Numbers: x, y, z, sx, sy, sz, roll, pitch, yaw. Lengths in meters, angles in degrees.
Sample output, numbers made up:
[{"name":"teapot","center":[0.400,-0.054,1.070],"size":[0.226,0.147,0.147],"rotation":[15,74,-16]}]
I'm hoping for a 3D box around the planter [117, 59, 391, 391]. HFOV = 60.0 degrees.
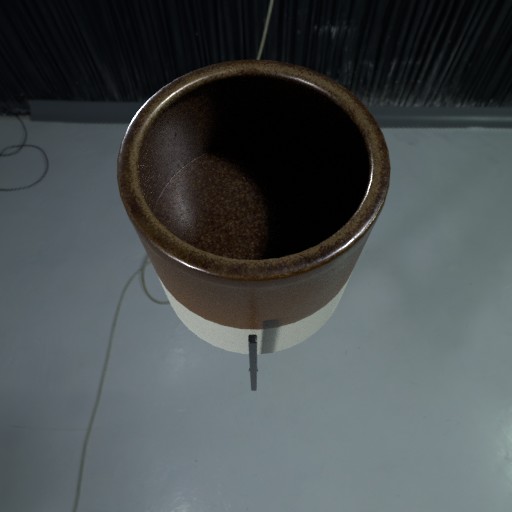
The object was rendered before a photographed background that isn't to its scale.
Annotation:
[{"name":"planter","center":[0.000,0.000,0.561],"size":[0.255,0.375,0.269],"rotation":[-1,64,0]}]
